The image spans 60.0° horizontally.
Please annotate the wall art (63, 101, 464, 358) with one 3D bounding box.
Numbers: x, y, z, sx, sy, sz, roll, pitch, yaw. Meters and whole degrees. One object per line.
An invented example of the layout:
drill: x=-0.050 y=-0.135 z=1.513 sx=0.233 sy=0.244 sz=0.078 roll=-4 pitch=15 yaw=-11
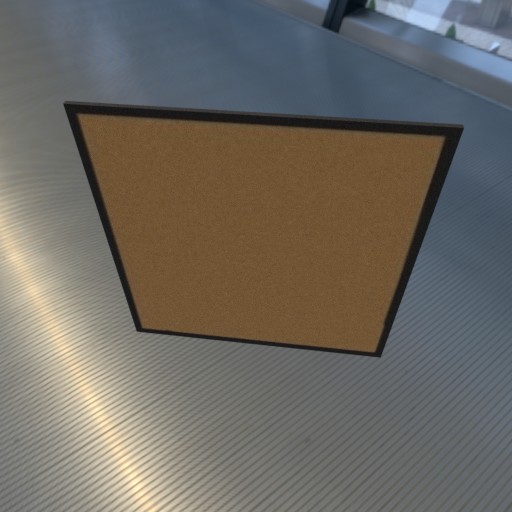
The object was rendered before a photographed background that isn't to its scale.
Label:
wall art: x=0.000 y=0.000 z=1.200 sx=0.823 sy=0.823 sz=0.013 roll=5 pitch=45 yaw=5
